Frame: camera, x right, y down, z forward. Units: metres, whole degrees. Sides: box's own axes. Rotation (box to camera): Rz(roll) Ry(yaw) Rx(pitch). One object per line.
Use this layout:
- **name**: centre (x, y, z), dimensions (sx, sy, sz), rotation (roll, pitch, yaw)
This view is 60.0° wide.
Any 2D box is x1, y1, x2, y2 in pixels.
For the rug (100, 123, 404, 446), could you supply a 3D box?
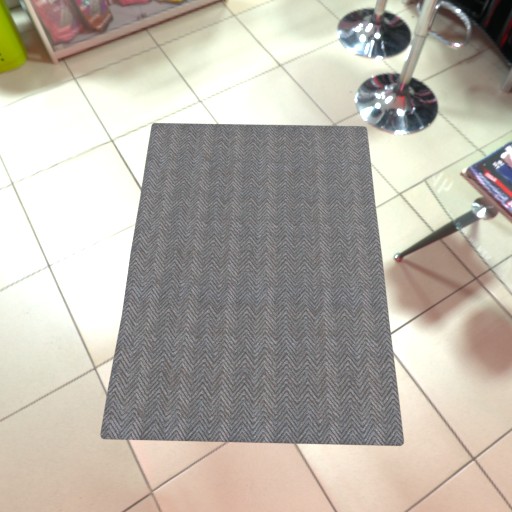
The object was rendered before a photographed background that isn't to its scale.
- **rug**: centre (0.000, 0.000, 5.089), dimensions (2.894, 0.011, 3.957), rotation (1, 63, 1)
